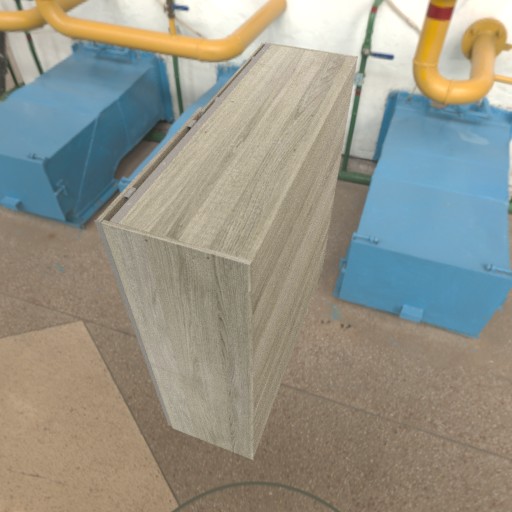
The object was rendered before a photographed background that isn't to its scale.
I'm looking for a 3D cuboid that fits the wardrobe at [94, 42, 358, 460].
[{"bbox_3d":[0.000,0.000,2.871,0.629,1.960,1.780,15,49,14],"label":"wardrobe"}]
